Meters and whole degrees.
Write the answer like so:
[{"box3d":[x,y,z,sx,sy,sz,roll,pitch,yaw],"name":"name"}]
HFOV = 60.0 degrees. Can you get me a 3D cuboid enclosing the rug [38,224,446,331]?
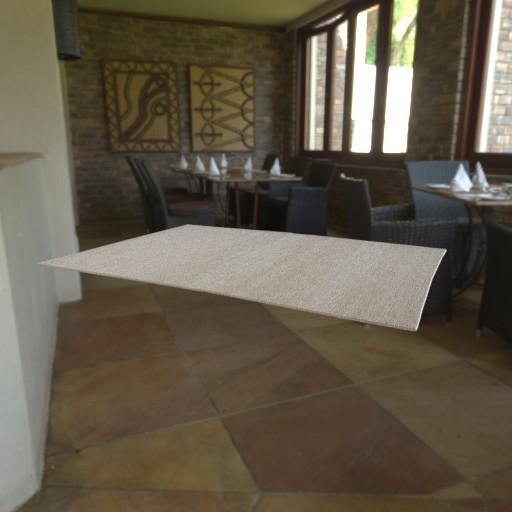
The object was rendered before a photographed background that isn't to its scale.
[{"box3d":[0.000,0.000,3.763,2.869,0.038,2.032,7,16,26],"name":"rug"}]
